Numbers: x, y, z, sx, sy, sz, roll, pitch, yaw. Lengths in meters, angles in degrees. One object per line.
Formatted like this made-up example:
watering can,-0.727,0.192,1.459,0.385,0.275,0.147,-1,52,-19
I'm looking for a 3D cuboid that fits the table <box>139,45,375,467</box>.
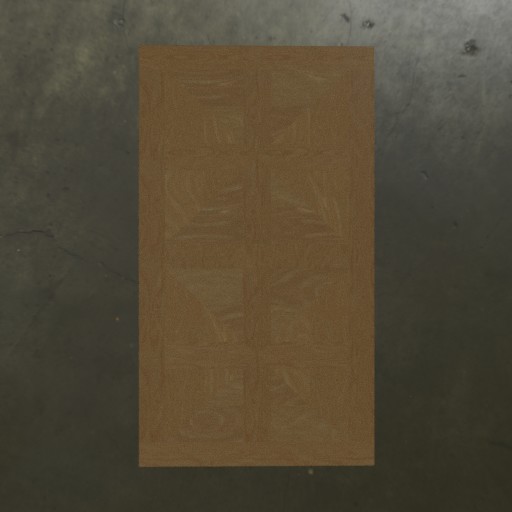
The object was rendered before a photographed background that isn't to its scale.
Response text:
table,0.000,0.000,1.591,0.711,0.507,1.270,0,90,-1
